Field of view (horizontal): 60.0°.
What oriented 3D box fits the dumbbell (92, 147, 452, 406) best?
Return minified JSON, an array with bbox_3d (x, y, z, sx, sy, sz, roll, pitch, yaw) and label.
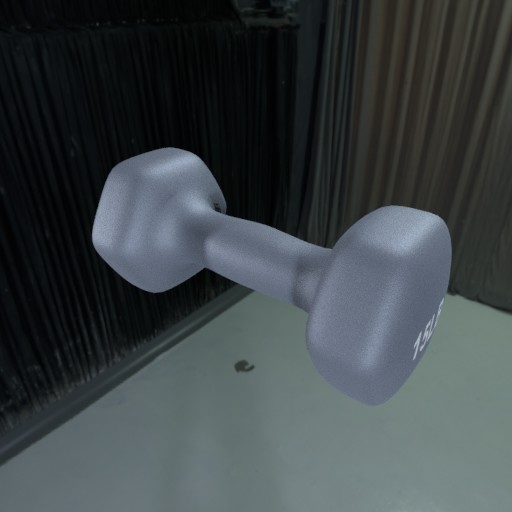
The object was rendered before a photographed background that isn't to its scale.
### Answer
[{"bbox_3d":[0.000,0.000,0.302,0.240,0.105,0.116,21,36,32],"label":"dumbbell"}]
